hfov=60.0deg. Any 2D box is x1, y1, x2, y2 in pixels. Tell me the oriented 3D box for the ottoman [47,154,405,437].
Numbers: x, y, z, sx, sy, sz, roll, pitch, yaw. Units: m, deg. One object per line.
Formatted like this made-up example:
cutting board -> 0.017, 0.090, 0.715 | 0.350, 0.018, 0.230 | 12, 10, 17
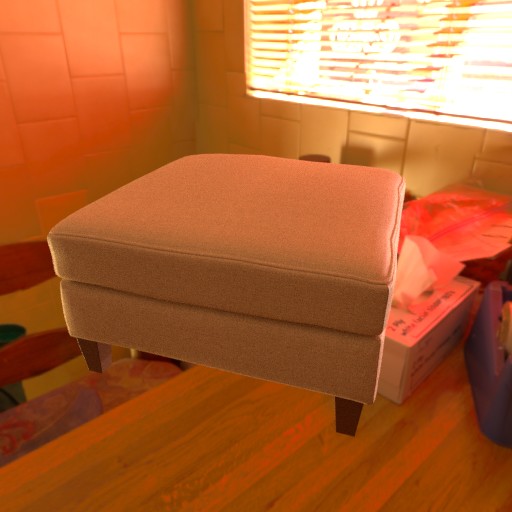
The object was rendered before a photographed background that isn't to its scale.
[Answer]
ottoman -> 0.000, 0.000, 1.397 | 0.838, 0.503, 0.838 | 8, 27, 16
